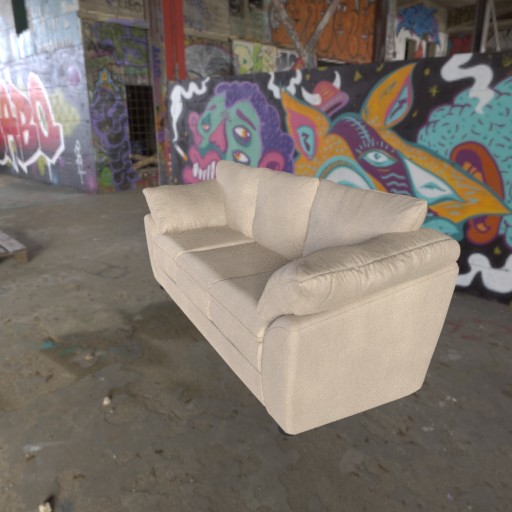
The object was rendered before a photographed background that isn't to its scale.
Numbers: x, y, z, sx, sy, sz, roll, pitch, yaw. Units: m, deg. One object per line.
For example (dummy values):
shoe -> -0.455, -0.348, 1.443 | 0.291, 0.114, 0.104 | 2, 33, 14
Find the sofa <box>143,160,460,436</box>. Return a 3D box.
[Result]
sofa -> 0.000, 0.000, 2.740 | 0.878, 0.996, 2.334 | -8, 19, -26
